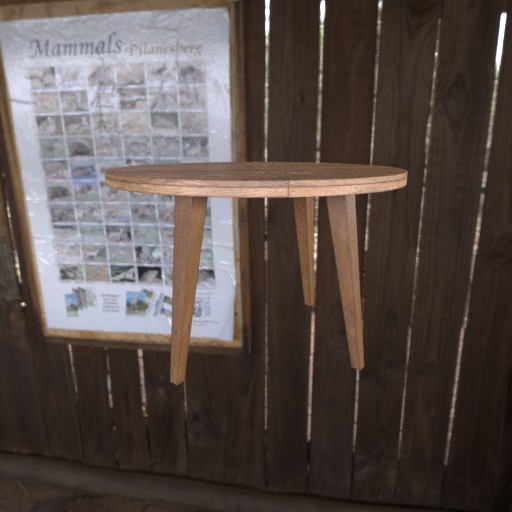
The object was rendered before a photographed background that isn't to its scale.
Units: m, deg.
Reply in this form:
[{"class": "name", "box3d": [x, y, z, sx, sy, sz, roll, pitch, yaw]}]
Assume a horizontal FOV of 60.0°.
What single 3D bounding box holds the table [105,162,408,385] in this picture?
[{"class": "table", "box3d": [0.000, 0.000, 1.964, 1.213, 0.764, 1.213, 0, 14, 0]}]
